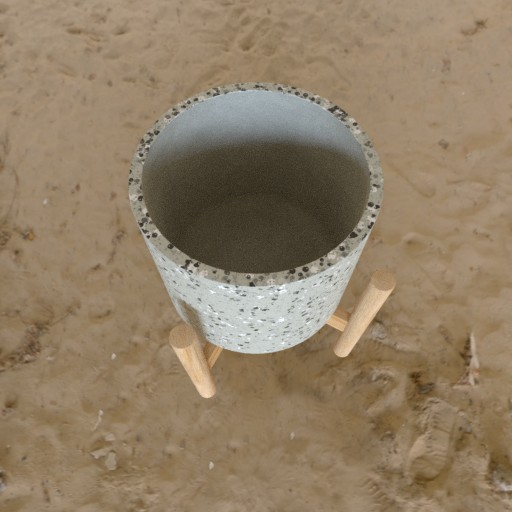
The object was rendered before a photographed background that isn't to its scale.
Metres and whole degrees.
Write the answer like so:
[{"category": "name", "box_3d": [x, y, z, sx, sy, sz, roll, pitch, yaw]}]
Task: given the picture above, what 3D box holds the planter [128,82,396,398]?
[{"category": "planter", "box_3d": [0.000, 0.000, 0.530, 0.284, 0.320, 0.284, -36, 68, -17]}]
